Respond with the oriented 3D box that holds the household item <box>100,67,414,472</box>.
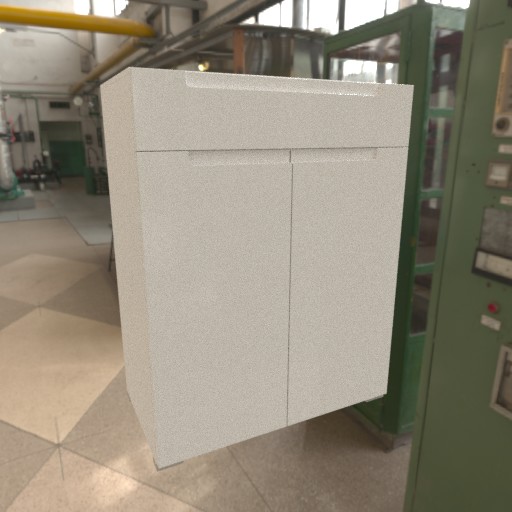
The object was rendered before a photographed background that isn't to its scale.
[{"bbox_3d":[0.000,0.000,1.396,0.790,1.010,0.420,-8,17,-26],"label":"household item"}]
